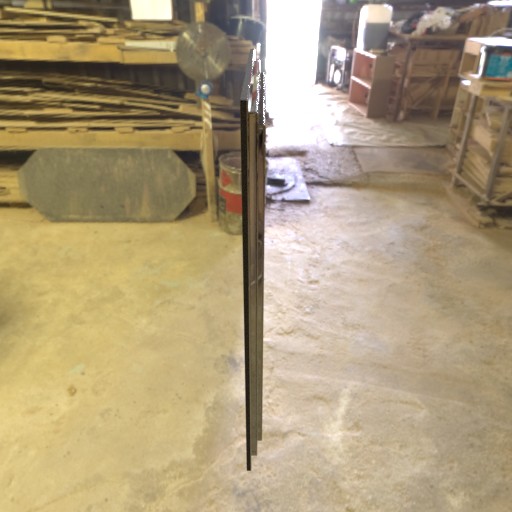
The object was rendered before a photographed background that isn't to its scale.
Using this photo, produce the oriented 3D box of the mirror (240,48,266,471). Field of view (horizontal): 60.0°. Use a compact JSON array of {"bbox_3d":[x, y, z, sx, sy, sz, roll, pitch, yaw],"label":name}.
[{"bbox_3d":[0.000,0.000,1.153,0.039,0.914,0.613,0,32,1],"label":"mirror"}]
